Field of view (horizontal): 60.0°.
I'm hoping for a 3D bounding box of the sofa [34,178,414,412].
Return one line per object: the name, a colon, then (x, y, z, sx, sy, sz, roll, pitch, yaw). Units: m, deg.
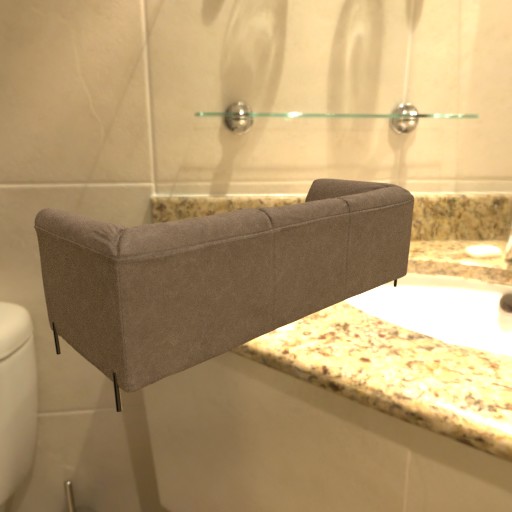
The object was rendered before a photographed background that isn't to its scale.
sofa: (0.000, 0.000, 2.685, 2.238, 0.758, 0.899, -14, 21, -42)
